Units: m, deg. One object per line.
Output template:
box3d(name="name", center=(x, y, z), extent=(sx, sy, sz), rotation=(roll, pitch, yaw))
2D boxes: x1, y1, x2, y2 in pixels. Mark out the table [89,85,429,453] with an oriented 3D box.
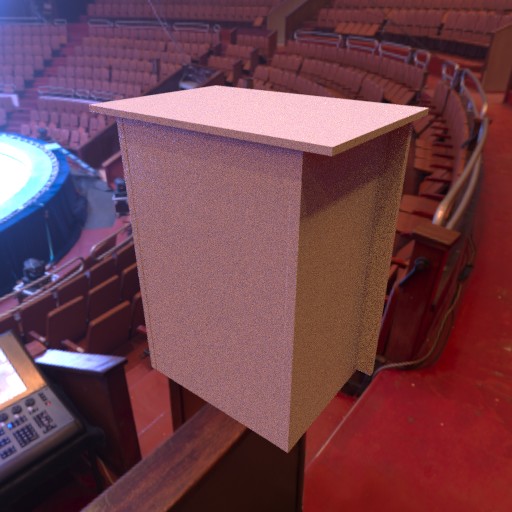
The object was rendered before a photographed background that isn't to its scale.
box3d(name="table", center=(0.000, 0.000, 1.096), extent=(0.589, 0.711, 0.406), rotation=(20, 34, 33))
